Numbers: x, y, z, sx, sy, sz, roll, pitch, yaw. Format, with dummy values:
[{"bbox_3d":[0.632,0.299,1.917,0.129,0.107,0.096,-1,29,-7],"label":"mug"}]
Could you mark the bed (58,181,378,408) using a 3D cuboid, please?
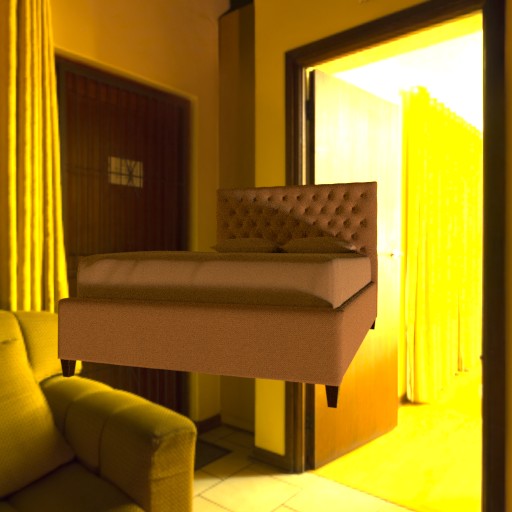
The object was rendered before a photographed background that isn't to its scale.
[{"bbox_3d":[0.000,0.000,3.462,1.698,1.427,2.387,0,0,19],"label":"bed"}]
